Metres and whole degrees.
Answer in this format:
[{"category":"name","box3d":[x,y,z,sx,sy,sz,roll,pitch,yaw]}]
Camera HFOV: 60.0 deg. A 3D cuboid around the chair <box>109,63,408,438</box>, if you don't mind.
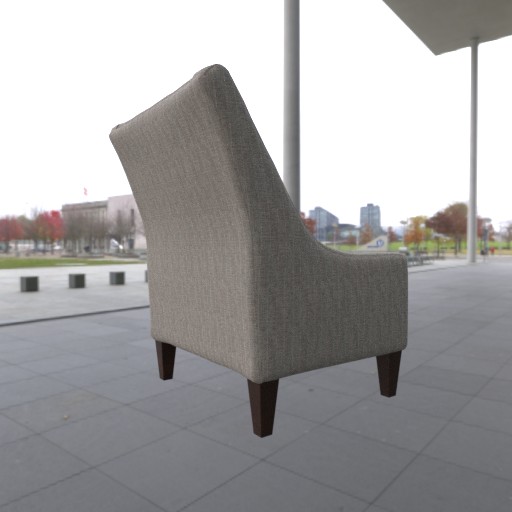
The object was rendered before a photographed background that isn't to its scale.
[{"category":"chair","box3d":[0.000,0.000,1.665,0.870,1.014,0.774,-1,2,-36]}]
